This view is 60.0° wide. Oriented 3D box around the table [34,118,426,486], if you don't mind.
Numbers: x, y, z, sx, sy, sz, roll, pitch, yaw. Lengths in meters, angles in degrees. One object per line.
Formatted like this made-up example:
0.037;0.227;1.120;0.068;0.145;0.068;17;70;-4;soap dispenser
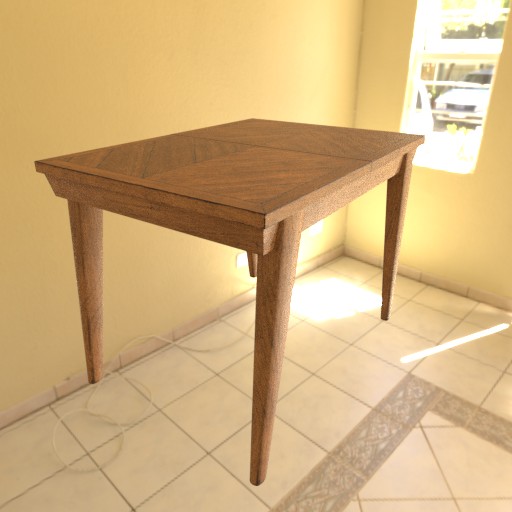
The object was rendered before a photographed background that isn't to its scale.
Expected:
0.000;0.000;1.552;0.757;0.760;1.027;16;29;31;table
